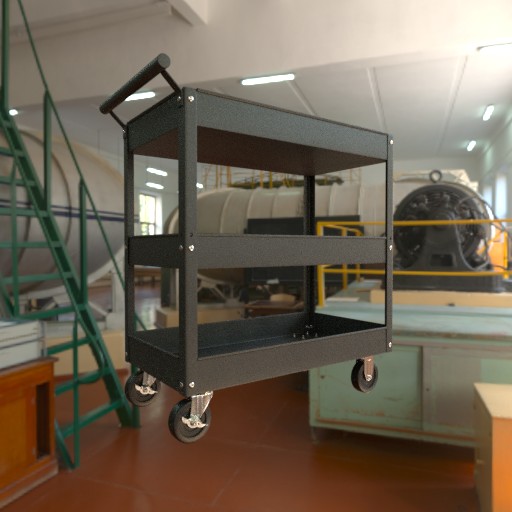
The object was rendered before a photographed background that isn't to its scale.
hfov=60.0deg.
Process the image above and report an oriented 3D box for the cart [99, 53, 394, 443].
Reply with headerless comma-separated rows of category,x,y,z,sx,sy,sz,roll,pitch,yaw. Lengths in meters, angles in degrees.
cart,0.000,0.000,1.196,0.719,0.780,0.366,-1,1,-36
